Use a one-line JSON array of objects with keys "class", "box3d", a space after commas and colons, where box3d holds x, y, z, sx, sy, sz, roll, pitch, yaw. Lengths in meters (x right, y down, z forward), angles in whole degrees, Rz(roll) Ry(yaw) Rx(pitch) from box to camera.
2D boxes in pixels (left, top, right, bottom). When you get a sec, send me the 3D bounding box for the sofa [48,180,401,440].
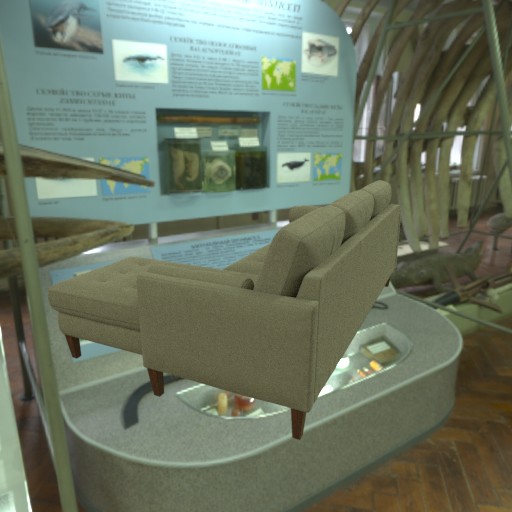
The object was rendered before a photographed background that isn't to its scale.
[{"class": "sofa", "box3d": [0.000, 0.000, 2.908, 1.506, 0.875, 2.178, 7, 17, 25]}]
